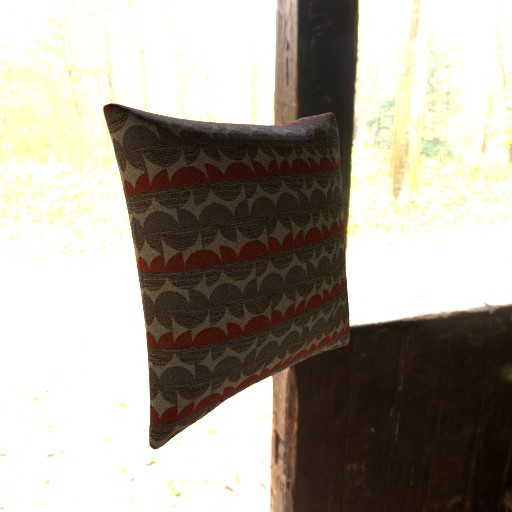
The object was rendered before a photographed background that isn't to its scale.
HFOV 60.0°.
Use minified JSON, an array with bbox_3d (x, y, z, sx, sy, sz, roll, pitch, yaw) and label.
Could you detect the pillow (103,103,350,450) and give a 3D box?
[{"bbox_3d":[0.000,0.000,0.645,0.180,0.410,0.420,15,22,43],"label":"pillow"}]
